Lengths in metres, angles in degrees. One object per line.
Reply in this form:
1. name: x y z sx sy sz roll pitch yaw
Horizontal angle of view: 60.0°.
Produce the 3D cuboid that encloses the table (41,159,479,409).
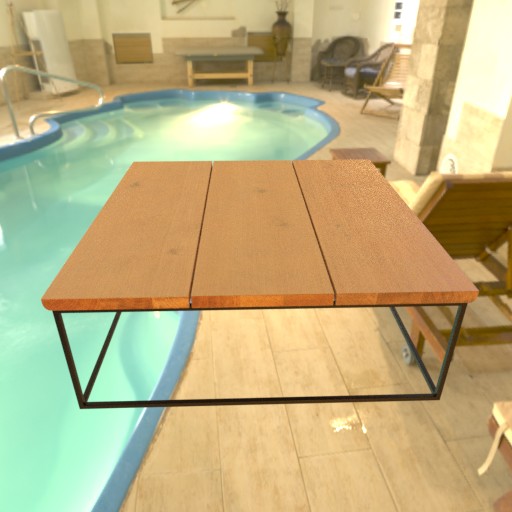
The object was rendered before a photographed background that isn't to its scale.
1. table: 0.000 0.000 1.687 1.100 0.400 1.100 -1 30 -2
